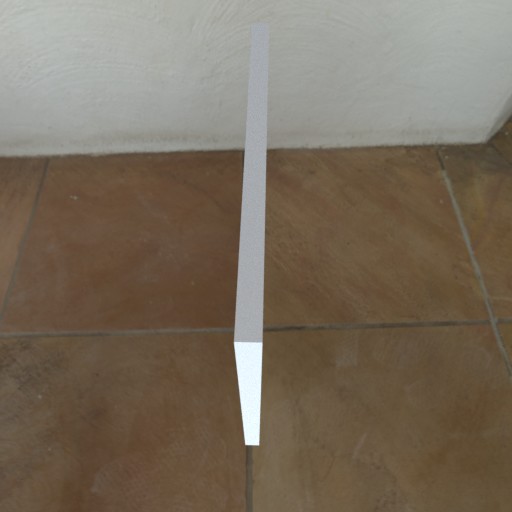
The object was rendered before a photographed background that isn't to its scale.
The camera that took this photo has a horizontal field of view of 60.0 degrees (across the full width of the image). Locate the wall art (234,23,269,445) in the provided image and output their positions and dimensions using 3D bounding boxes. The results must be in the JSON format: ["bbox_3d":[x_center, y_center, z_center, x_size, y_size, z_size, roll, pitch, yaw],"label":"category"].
[{"bbox_3d":[0.000,0.000,1.118,0.038,0.762,0.762,1,57,1],"label":"wall art"}]
